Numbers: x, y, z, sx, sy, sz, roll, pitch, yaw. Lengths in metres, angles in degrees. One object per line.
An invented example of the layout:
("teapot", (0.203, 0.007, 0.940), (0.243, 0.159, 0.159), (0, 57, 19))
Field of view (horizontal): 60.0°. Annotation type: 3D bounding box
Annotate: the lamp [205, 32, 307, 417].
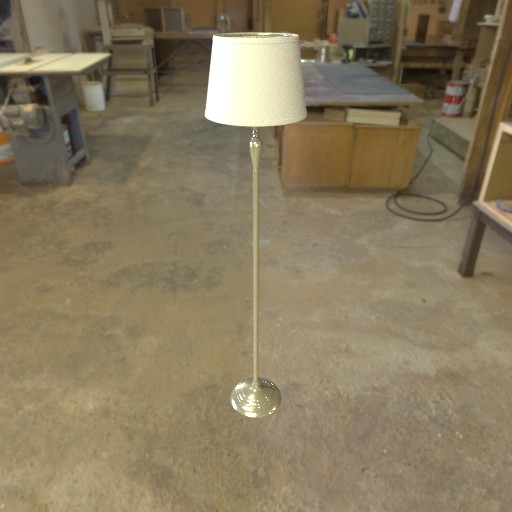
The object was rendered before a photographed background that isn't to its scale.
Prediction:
("lamp", (0.000, 0.000, 1.686), (0.327, 1.506, 0.327), (-1, 30, -1))
